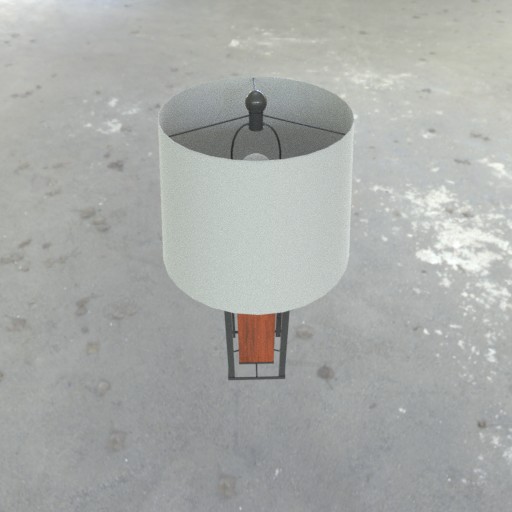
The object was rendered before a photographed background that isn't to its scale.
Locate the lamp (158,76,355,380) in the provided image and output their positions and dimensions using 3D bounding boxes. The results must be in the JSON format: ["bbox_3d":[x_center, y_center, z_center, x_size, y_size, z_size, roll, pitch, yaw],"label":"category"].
[{"bbox_3d":[0.000,0.000,0.788,0.320,0.591,0.320,0,42,0],"label":"lamp"}]
